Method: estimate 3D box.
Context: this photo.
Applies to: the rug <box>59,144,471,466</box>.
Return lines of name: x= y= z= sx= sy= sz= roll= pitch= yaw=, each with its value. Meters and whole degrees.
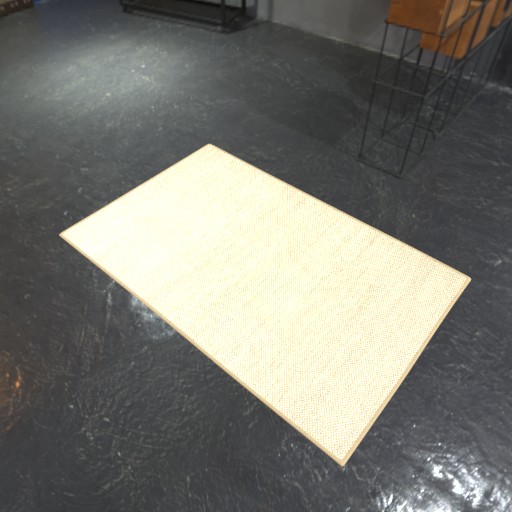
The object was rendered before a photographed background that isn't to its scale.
rug: x=0.000 y=0.000 z=2.097 sx=1.667 sy=0.013 sz=1.062 roll=32 pitch=55 yaw=26
